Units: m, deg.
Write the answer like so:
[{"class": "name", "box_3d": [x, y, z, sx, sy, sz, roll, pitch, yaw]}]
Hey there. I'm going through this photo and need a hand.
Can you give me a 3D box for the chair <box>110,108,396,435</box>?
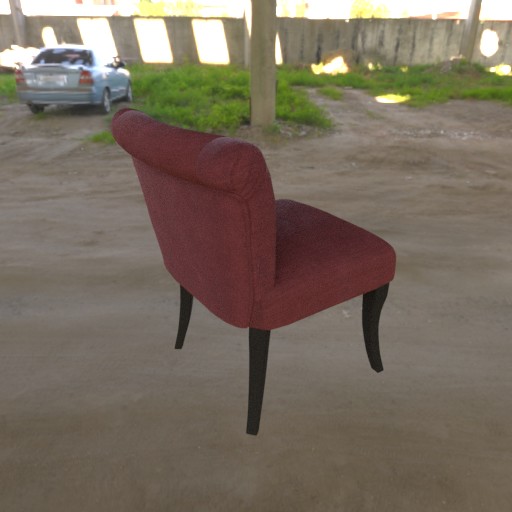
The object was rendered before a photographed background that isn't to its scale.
[{"class": "chair", "box_3d": [0.000, 0.000, 1.204, 0.605, 0.750, 0.582, -17, 30, -31]}]
